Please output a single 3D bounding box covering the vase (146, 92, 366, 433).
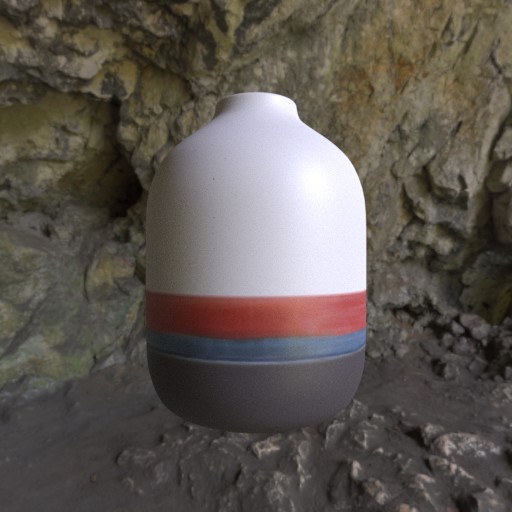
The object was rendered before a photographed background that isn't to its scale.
[{"bbox_3d":[0.000,0.000,0.351,0.169,0.237,0.169,0,0,0],"label":"vase"}]
